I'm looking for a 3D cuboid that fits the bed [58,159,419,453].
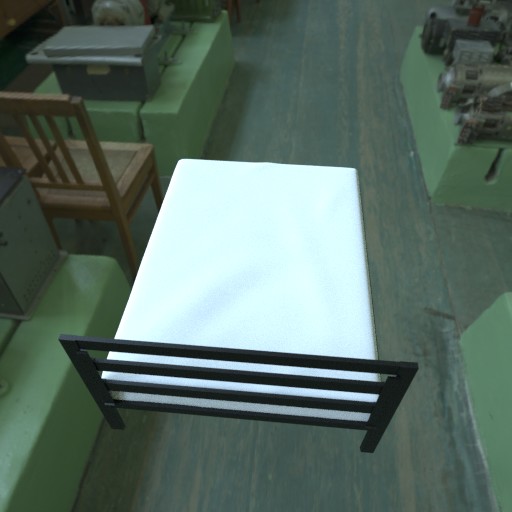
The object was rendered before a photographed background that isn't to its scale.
[{"bbox_3d":[0.000,0.000,2.905,1.524,0.967,2.062,4,47,4],"label":"bed"}]
